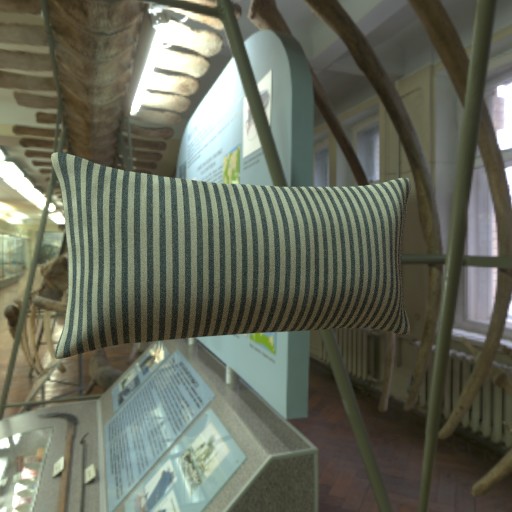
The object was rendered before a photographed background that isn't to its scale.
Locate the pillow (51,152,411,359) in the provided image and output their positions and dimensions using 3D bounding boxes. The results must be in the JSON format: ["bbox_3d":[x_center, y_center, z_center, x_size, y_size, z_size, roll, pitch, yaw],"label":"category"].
[{"bbox_3d":[0.000,0.000,0.734,0.617,0.295,0.151,0,0,-20],"label":"pillow"}]
